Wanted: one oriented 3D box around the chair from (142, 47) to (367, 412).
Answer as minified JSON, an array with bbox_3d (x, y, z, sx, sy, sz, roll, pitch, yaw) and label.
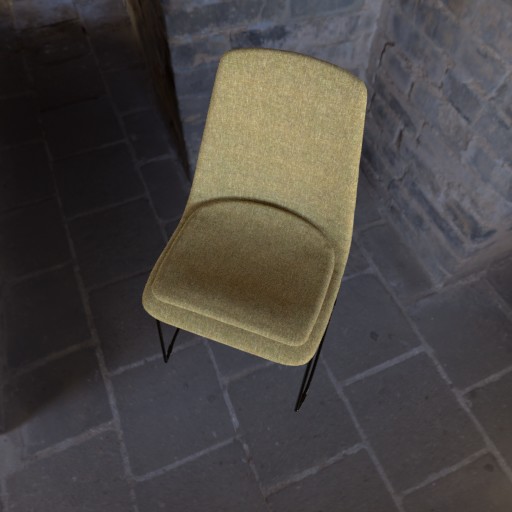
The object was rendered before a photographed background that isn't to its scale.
[{"bbox_3d":[0.000,0.000,1.143,0.479,0.849,0.496,17,61,10],"label":"chair"}]
